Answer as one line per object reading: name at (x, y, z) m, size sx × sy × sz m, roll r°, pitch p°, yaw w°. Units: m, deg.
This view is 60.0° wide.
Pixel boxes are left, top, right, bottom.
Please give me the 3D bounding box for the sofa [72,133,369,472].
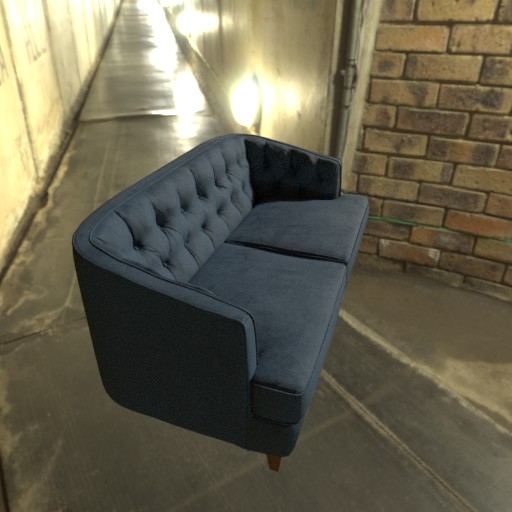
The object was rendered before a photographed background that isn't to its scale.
sofa at (0.000, 0.000, 2.216) m, size 0.941 × 0.854 × 1.733 m, roll 10°, pitch 31°, yaw 17°
